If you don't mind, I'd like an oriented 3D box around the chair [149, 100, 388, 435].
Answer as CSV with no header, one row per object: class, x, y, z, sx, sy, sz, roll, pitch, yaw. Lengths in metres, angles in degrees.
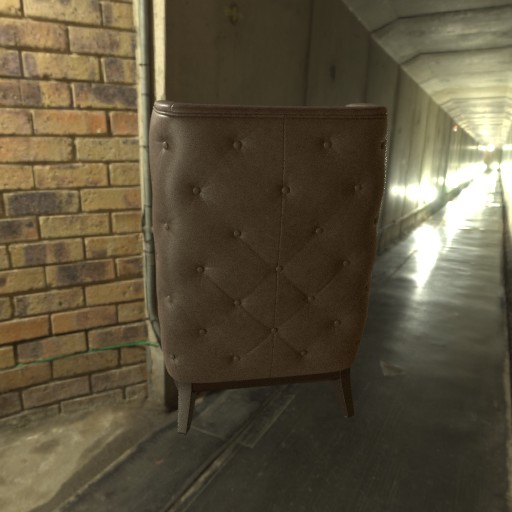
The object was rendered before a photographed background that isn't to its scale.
chair,0.000,0.000,1.680,0.769,1.079,0.899,-2,14,-9
